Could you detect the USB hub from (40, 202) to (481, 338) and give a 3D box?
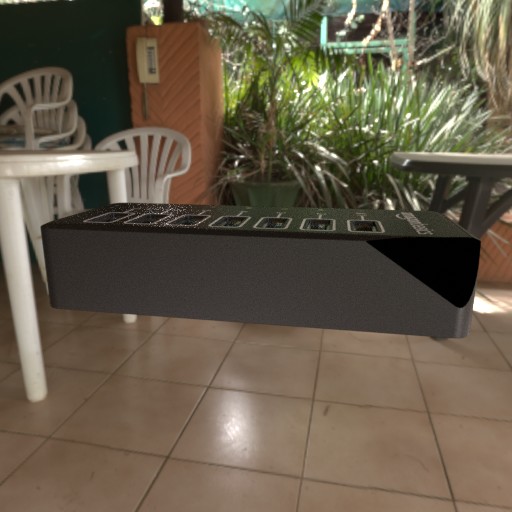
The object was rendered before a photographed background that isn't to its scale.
[{"bbox_3d":[0.000,0.000,0.129,0.110,0.023,0.044,3,15,10],"label":"USB hub"}]
